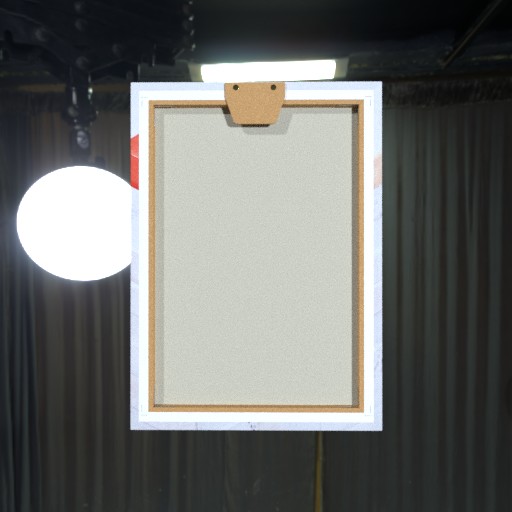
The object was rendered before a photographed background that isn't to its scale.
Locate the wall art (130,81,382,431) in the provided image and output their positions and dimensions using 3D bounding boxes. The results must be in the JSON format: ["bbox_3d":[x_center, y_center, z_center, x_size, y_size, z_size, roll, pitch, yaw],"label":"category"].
[{"bbox_3d":[0.000,0.000,1.089,0.613,0.848,0.036,0,0,1],"label":"wall art"}]
